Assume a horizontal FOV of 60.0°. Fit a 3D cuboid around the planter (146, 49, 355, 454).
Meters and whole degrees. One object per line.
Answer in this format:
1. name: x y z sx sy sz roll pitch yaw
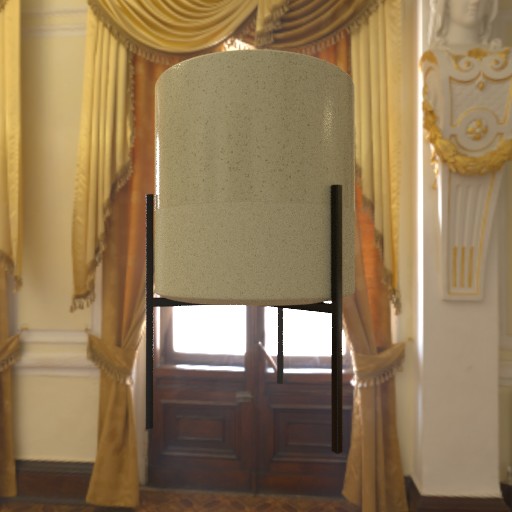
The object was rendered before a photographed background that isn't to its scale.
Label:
1. planter: 0.000 0.000 0.536 0.234 0.390 0.243 0 0 18
